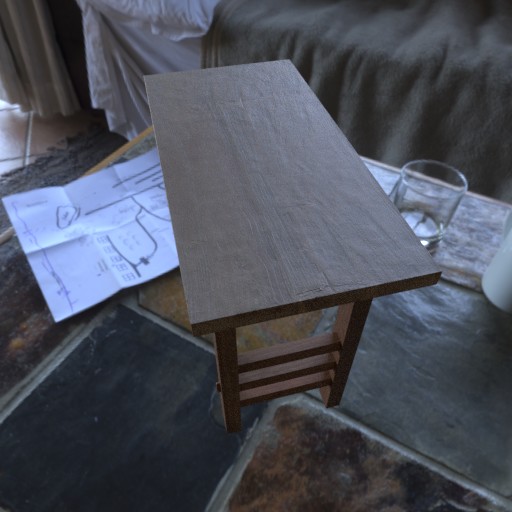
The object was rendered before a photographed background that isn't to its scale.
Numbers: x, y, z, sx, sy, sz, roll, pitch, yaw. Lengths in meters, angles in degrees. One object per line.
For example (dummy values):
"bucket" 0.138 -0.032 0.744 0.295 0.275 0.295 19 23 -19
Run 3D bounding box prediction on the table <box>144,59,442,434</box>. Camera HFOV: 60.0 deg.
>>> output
"table" 0.000 0.000 1.626 0.556 0.914 1.119 -11 48 -10
